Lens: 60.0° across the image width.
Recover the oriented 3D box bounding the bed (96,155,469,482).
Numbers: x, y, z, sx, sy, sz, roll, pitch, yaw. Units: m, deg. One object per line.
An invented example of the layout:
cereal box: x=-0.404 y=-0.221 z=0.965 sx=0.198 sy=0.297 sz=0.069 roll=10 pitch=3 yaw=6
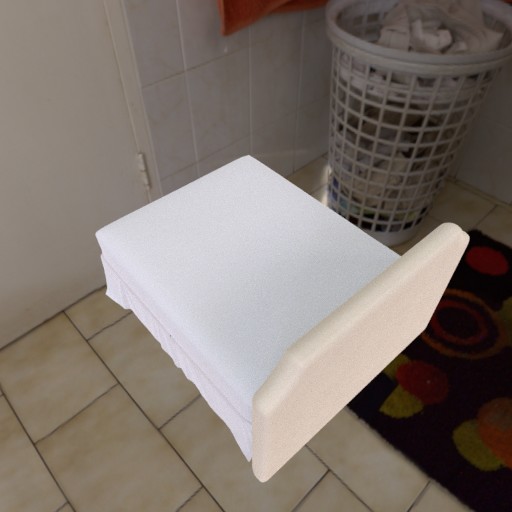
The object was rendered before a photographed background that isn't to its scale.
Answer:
bed: x=0.000 y=0.000 z=3.347 sx=1.827 sy=1.296 sz=2.209 roll=-33 pitch=55 yaw=-26
